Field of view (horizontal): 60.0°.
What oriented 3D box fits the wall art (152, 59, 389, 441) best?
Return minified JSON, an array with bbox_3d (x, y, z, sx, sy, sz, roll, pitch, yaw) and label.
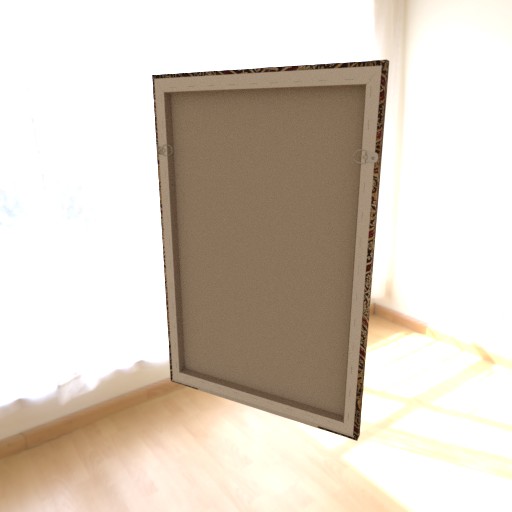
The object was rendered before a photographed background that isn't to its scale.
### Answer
[{"bbox_3d":[0.000,0.000,0.764,0.397,0.599,0.020,8,19,26],"label":"wall art"}]
